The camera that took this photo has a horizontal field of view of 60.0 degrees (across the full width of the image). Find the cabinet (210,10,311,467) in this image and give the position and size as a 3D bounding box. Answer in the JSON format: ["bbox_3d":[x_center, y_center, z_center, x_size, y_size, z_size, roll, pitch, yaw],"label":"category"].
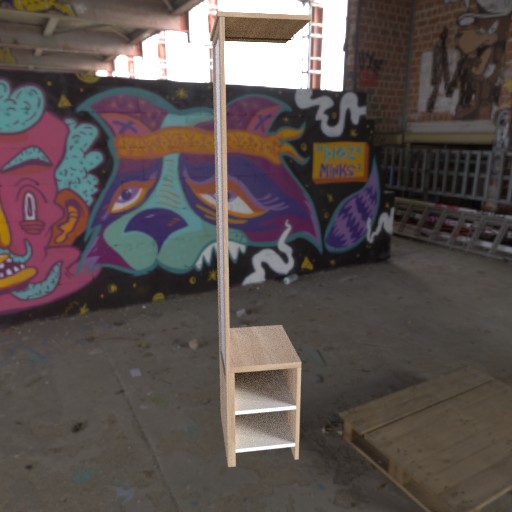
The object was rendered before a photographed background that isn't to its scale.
[{"bbox_3d":[0.000,0.000,1.996,0.338,1.879,0.411,-2,15,-9],"label":"cabinet"}]
